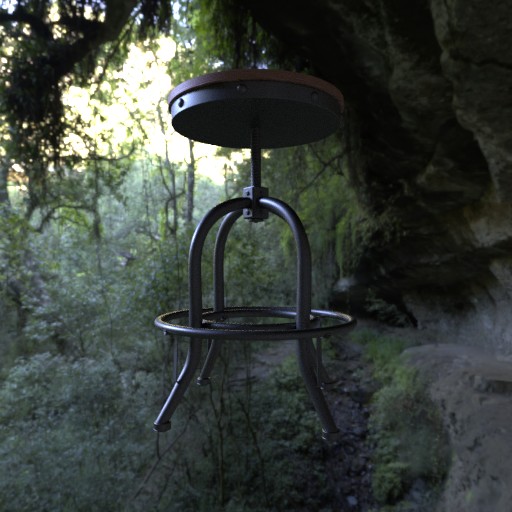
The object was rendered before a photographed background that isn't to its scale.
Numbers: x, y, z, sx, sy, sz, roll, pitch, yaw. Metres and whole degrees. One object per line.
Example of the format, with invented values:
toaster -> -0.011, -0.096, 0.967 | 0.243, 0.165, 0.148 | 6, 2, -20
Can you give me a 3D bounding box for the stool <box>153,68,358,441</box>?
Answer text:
stool -> 0.000, 0.000, 0.895 | 0.439, 0.609, 0.439 | 1, -1, -37
